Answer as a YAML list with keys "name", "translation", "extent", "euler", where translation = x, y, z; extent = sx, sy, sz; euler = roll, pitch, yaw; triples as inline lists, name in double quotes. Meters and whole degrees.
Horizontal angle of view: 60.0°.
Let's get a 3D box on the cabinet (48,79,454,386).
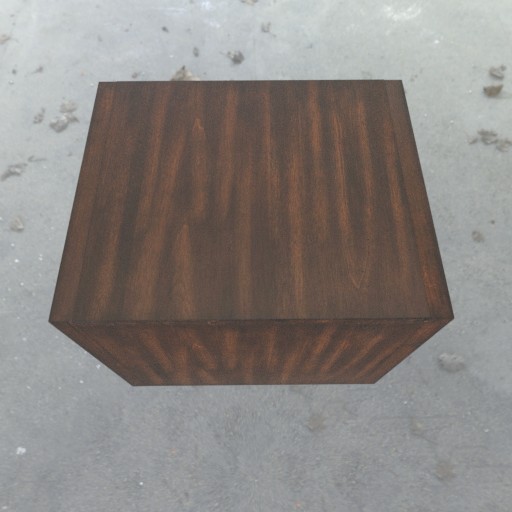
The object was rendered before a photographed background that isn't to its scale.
- name: "cabinet"
  translation: [0.000, 0.000, 0.823]
  extent: [0.500, 0.455, 0.402]
  euler: [0, 63, 0]
